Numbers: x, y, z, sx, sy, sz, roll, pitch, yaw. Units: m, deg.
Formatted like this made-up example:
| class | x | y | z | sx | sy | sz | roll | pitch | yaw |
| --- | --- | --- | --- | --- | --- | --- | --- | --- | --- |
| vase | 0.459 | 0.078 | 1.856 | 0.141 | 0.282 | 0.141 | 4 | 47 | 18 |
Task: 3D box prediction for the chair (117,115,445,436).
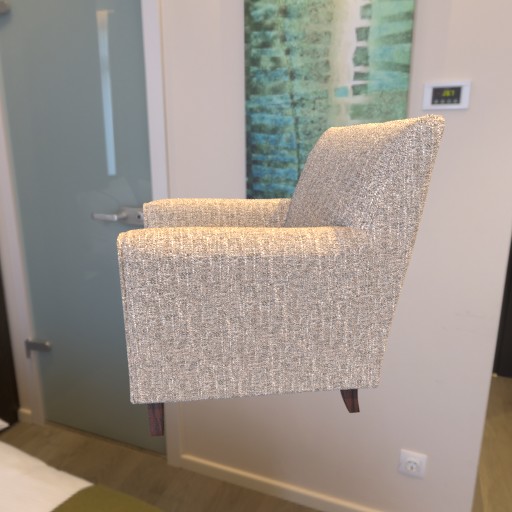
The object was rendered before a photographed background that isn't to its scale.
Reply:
| class | x | y | z | sx | sy | sz | roll | pitch | yaw |
| --- | --- | --- | --- | --- | --- | --- | --- | --- | --- |
| chair | 0.000 | 0.000 | 1.599 | 0.873 | 0.928 | 0.864 | -2 | 14 | -8 |
